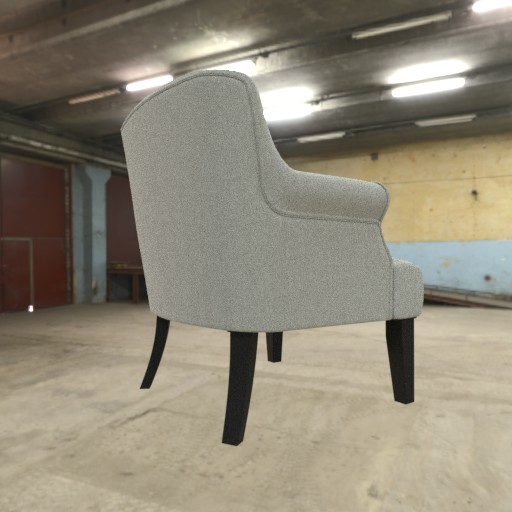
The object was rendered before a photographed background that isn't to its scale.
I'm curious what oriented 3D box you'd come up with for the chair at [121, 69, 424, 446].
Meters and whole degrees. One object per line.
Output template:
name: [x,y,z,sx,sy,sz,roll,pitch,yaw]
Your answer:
chair: [0.000,0.000,1.410,0.750,0.875,0.781,0,0,-35]
